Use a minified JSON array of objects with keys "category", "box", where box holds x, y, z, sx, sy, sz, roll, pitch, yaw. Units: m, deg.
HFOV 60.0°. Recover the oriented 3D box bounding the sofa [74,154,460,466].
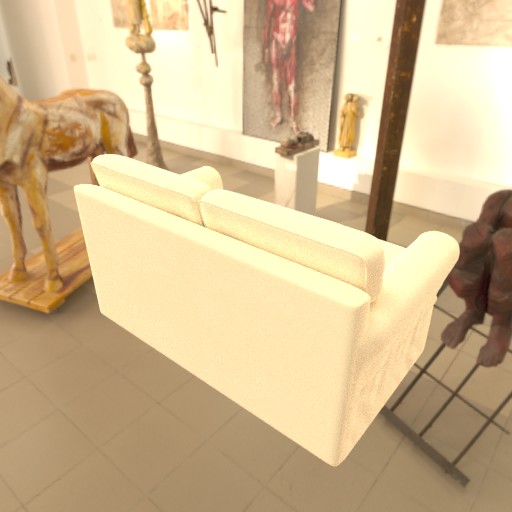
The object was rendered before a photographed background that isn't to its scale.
[{"category":"sofa","box":[0.000,0.000,2.305,1.727,0.940,0.991,22,36,34]}]
